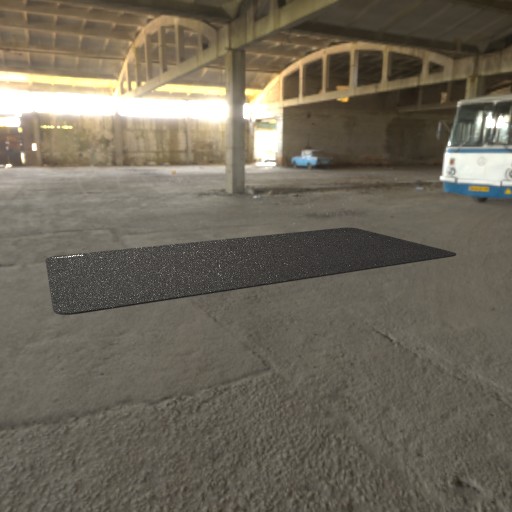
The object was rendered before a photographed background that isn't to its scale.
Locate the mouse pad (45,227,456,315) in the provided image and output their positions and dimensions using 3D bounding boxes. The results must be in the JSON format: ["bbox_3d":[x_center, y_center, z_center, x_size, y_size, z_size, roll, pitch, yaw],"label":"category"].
[{"bbox_3d":[0.000,0.000,1.063,0.907,0.003,0.424,-7,15,-26],"label":"mouse pad"}]
